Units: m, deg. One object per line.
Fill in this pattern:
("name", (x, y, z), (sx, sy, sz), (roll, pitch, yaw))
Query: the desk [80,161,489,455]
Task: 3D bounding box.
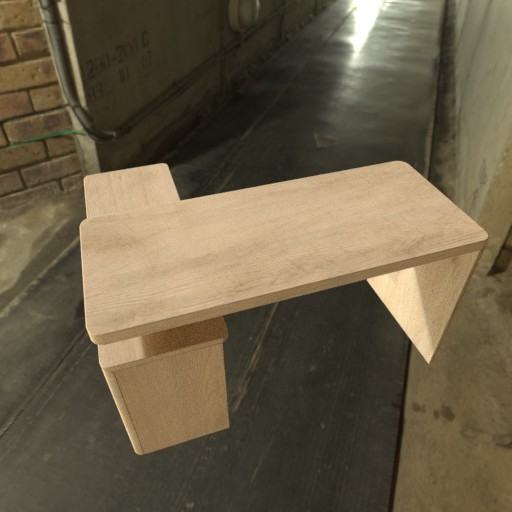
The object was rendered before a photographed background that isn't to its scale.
("desk", (0.000, 0.000, 2.084), (1.400, 0.770, 1.175), (-13, 43, -14))
